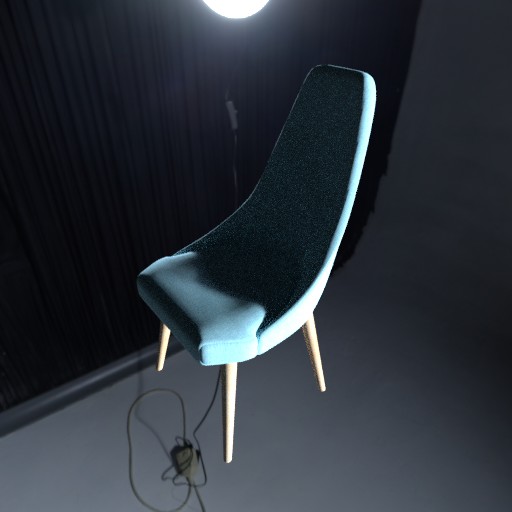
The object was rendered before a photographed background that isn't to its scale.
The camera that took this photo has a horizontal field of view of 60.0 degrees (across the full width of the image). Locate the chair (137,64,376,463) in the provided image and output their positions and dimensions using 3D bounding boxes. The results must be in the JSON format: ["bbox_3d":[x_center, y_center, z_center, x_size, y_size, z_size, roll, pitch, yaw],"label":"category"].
[{"bbox_3d":[0.000,0.000,1.391,0.660,1.040,0.510,-22,38,-30],"label":"chair"}]
